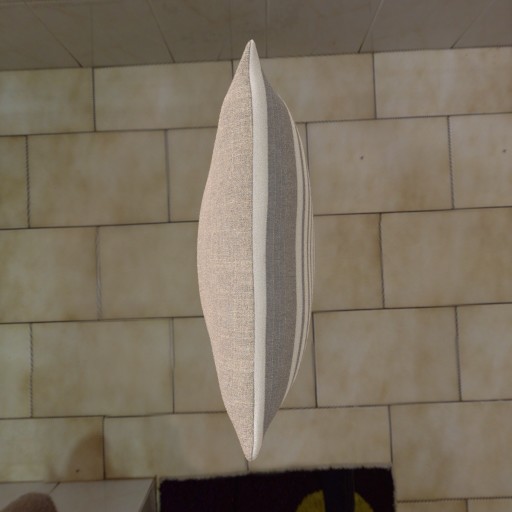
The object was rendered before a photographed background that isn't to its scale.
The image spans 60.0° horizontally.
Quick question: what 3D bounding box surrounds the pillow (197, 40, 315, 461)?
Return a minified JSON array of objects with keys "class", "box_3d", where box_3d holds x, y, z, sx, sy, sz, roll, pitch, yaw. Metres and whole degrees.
[{"class":"pillow","box_3d":[0.000,0.000,0.660,0.182,0.440,0.439,0,89,1]}]
